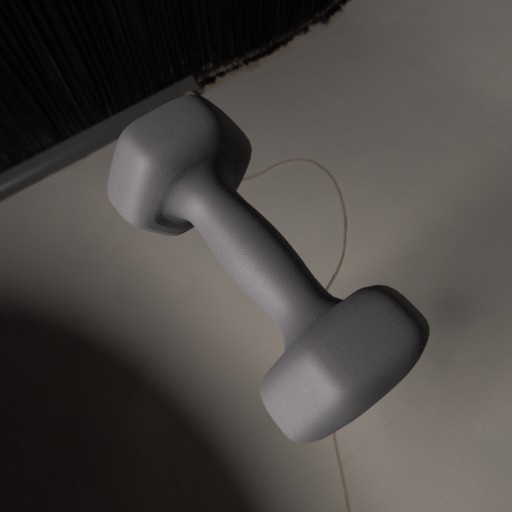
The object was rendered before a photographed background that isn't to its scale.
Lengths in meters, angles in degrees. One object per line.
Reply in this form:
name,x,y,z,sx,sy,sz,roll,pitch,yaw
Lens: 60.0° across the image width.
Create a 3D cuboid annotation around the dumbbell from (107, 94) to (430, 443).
dumbbell,0.000,0.000,0.305,0.116,0.105,0.240,-34,69,-15
